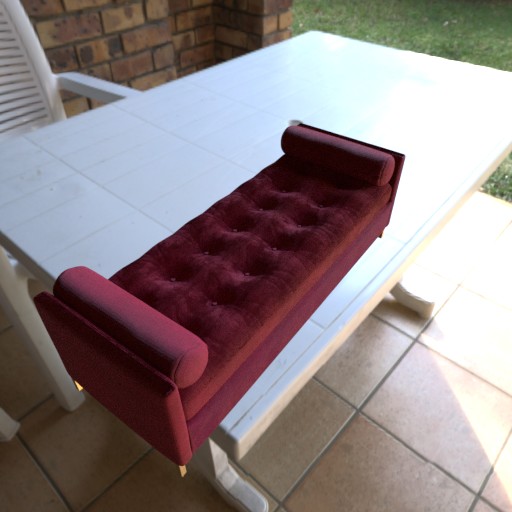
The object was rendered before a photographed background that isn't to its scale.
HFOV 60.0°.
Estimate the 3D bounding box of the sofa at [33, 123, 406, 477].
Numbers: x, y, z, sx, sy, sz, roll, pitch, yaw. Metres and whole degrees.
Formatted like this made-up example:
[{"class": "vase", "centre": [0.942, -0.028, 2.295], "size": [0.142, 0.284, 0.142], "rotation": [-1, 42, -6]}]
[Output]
[{"class": "sofa", "centre": [0.000, 0.000, 2.466], "size": [0.796, 0.705, 2.102], "rotation": [26, 47, 27]}]
